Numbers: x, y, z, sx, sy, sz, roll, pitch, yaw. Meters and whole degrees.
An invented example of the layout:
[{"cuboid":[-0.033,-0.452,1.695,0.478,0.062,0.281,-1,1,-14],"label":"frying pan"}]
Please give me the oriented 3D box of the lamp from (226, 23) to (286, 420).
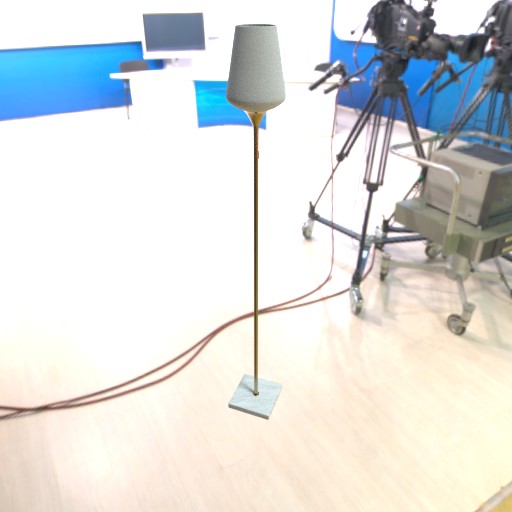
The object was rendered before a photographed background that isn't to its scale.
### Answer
[{"cuboid":[0.000,0.000,1.959,0.229,1.813,0.232,11,33,18],"label":"lamp"}]
